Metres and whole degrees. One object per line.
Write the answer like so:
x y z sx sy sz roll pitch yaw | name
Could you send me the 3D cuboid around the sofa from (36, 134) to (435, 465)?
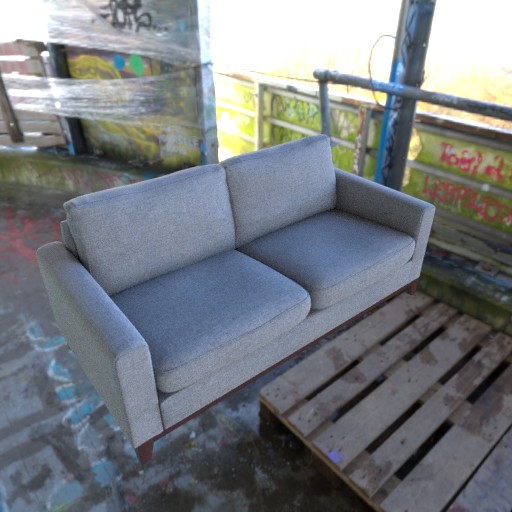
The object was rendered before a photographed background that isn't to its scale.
0.000 0.000 2.419 1.978 0.892 0.969 -23 39 -32 | sofa
